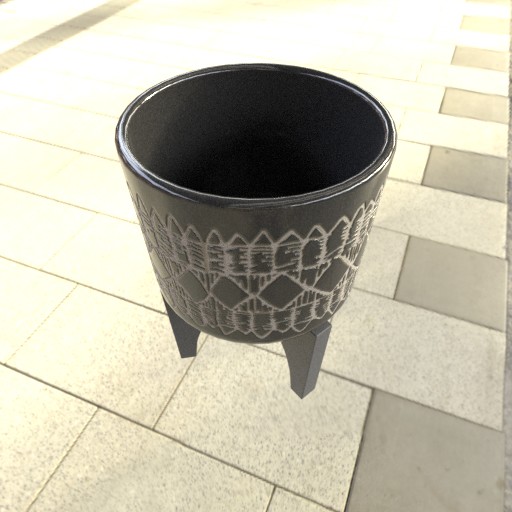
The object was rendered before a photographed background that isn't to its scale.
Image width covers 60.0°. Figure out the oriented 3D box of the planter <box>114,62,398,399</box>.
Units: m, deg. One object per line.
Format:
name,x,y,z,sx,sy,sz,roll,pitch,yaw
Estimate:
planter,0.000,0.000,0.525,0.251,0.355,0.251,15,47,14
